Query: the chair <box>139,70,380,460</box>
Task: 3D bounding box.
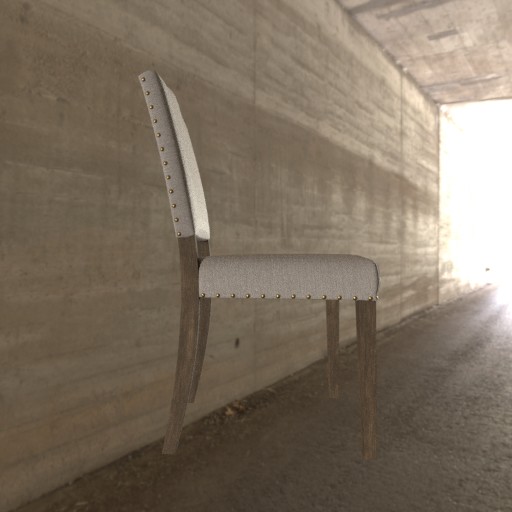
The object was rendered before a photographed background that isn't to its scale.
[{"bbox_3d":[0.000,0.000,1.352,0.620,1.020,0.508,0,0,-1],"label":"chair"}]
